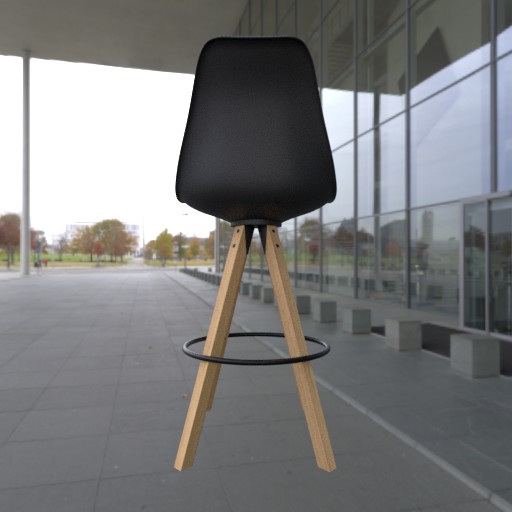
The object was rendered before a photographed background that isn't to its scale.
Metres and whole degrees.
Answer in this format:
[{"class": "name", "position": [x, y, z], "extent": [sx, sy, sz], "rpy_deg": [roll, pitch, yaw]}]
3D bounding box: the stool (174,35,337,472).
[{"class": "stool", "position": [0.000, 0.000, 1.376], "extent": [0.485, 1.115, 0.550], "rpy_deg": [0, 0, 1]}]
